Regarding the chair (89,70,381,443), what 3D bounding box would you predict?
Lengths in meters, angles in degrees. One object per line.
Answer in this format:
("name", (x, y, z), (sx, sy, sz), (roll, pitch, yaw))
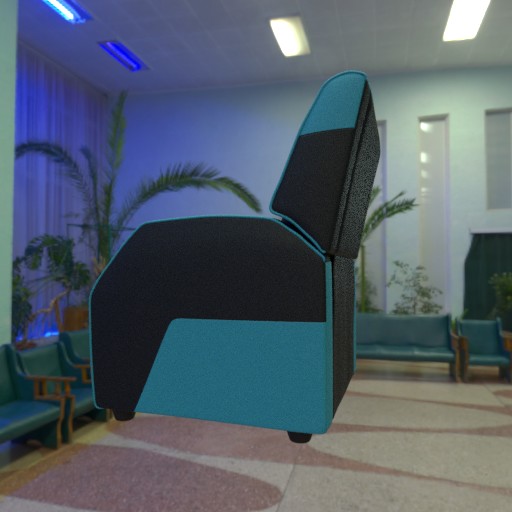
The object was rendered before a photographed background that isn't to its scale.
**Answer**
("chair", (0.000, 0.000, 1.264), (0.672, 0.805, 0.620), (-1, -2, 18))
